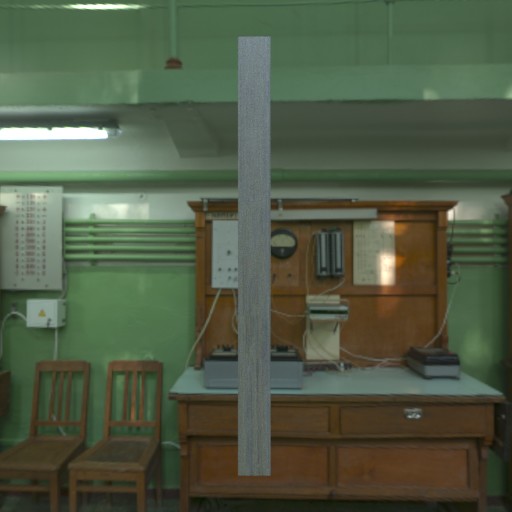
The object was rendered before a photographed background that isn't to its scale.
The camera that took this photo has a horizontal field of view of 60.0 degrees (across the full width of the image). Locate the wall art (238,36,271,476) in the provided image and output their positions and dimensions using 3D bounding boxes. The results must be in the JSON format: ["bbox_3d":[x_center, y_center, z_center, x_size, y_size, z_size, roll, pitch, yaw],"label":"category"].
[{"bbox_3d":[0.000,0.000,0.764,0.037,0.507,0.507,0,0,0],"label":"wall art"}]
